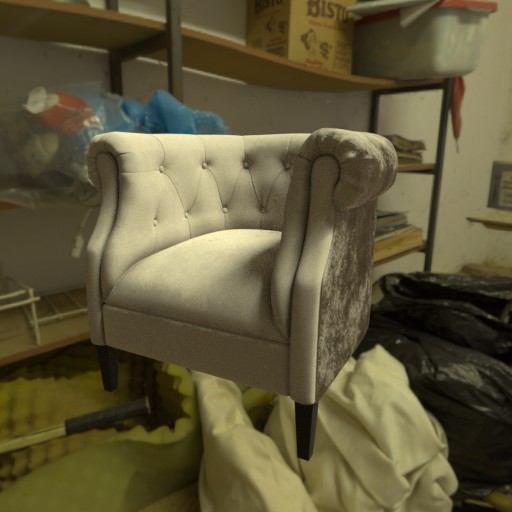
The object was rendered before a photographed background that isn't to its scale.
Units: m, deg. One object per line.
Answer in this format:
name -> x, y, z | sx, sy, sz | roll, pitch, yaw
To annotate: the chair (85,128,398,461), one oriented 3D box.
chair -> 0.000, 0.000, 1.528 | 0.904, 0.826, 0.851 | 7, 16, 27
